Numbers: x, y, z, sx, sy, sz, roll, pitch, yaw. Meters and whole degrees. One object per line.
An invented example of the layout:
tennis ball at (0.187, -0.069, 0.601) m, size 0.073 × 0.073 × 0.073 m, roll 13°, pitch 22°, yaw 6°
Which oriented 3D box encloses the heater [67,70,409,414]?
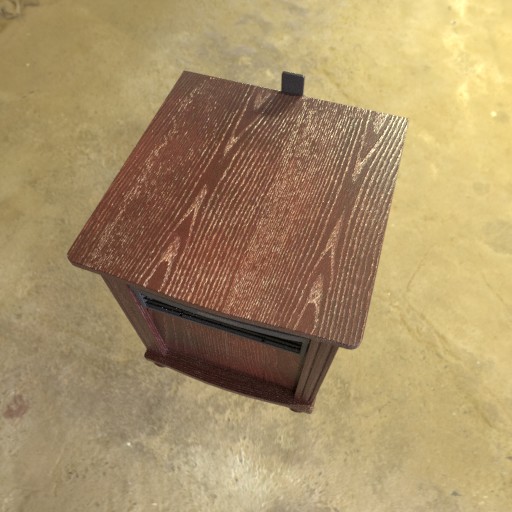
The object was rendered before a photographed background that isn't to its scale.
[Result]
heater at (0.000, 0.000, 0.774) m, size 0.362 × 0.481 × 0.400 m, roll 16°, pitch 60°, yaw 9°
